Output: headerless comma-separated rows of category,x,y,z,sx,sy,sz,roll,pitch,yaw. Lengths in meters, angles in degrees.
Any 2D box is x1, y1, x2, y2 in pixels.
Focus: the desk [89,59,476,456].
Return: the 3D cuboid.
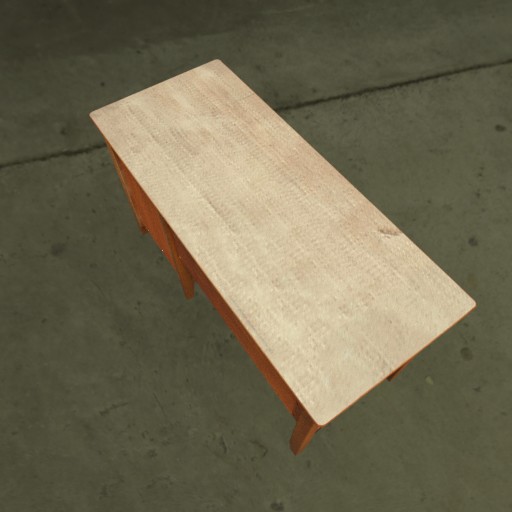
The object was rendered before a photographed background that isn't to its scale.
desk,0.000,0.000,1.761,0.574,0.756,1.353,-31,63,-17
